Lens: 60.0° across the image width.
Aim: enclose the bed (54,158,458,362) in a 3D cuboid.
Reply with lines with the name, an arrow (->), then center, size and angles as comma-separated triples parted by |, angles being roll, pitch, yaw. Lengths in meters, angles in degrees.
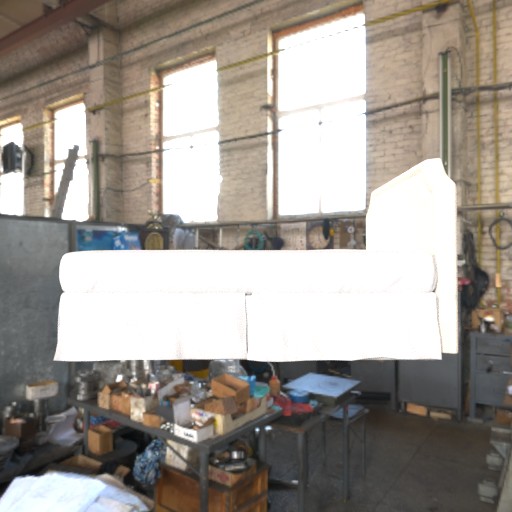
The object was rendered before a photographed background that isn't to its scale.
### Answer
bed -> 0.000, 0.000, 3.619 | 2.498, 1.293, 1.977 | 0, -1, 0
